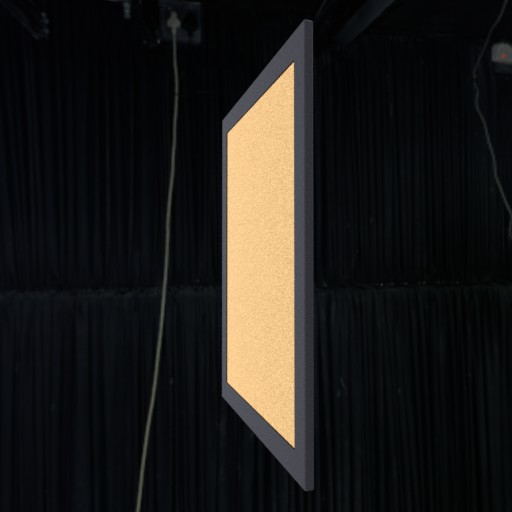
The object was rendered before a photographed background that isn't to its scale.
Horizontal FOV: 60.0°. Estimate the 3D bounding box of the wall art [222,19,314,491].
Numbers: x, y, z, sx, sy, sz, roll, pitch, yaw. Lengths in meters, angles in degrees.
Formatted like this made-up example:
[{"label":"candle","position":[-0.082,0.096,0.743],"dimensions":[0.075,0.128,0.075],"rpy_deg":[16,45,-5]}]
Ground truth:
[{"label":"wall art","position":[0.000,0.000,0.675],"dimensions":[0.012,0.529,0.374],"rpy_deg":[0,-1,-19]}]
